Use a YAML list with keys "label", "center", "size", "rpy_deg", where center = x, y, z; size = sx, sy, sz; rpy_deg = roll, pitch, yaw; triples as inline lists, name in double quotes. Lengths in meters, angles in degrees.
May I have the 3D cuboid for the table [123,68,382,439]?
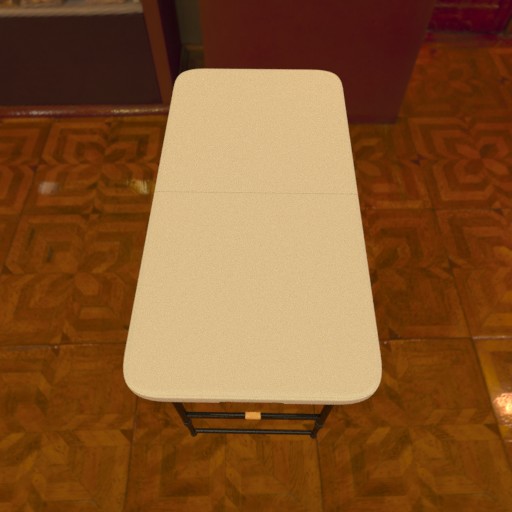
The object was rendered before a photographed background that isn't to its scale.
- label: "table"
  center: [0.000, 0.000, 1.643]
  size: [0.611, 0.737, 1.245]
  rpy_deg: [1, 57, 1]
